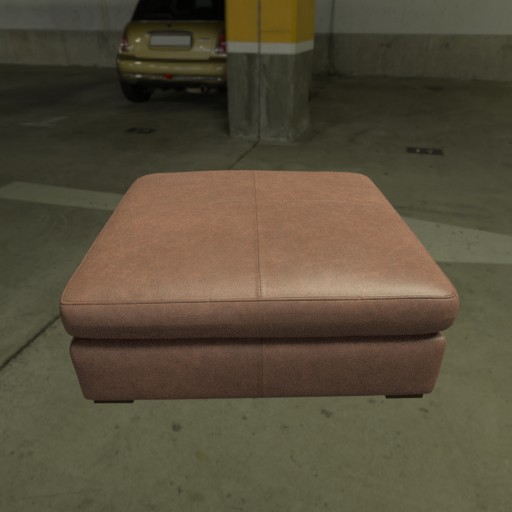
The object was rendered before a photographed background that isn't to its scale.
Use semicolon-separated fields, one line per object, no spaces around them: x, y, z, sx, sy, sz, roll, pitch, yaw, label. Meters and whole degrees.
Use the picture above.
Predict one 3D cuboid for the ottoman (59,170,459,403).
0.000;0.000;1.803;1.168;0.490;1.168;-1;29;-1;ottoman
